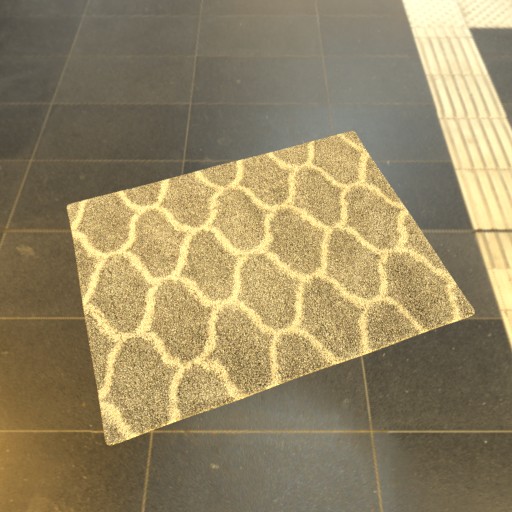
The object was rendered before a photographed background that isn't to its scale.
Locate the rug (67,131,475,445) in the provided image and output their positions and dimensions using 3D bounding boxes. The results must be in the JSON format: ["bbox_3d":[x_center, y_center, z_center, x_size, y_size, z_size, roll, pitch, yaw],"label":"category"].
[{"bbox_3d":[0.000,0.000,2.078,1.600,0.025,1.200,-17,60,-10],"label":"rug"}]
